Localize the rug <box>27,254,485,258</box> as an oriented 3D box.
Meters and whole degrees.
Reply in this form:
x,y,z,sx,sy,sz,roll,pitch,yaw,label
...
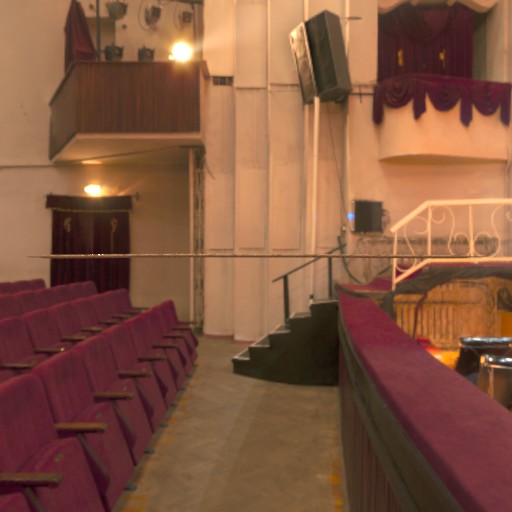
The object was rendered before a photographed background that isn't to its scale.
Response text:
x,y,z,sx,sy,sz,roll,pitch,yaw,label
0.000,0.000,4.874,3.585,0.036,2.892,0,0,0,rug
